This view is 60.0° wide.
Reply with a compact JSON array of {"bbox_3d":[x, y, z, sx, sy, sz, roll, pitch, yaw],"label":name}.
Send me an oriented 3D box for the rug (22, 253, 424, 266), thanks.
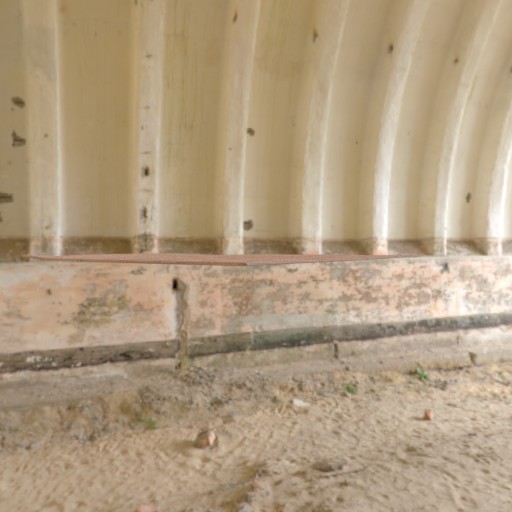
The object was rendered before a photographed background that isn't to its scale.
[{"bbox_3d":[0.000,0.000,2.321,1.230,0.025,1.837,1,1,36],"label":"rug"}]
